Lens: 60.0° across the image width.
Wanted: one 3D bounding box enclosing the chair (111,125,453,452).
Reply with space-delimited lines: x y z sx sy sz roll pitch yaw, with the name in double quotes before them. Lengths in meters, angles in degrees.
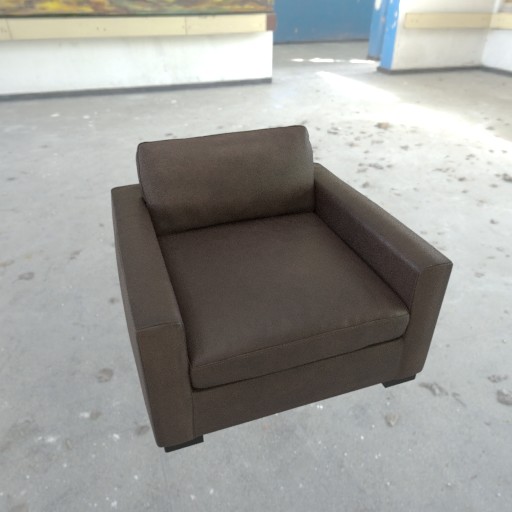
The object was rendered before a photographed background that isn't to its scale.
"chair" 0.000 0.000 1.829 1.100 0.812 1.069 -10 33 -16
